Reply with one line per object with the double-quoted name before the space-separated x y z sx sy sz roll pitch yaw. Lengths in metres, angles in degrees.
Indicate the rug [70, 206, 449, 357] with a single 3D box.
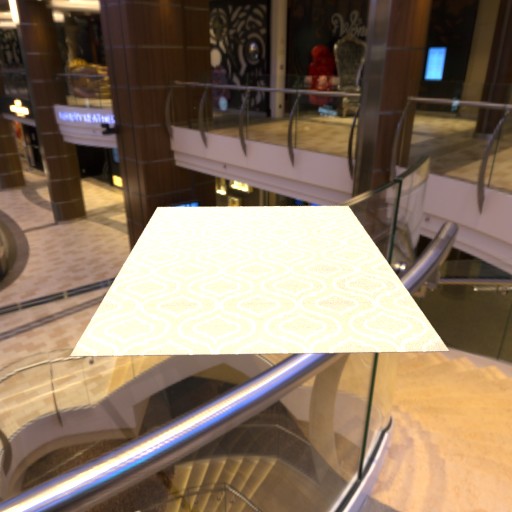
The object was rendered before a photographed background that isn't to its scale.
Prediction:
"rug" 0.000 0.000 3.987 2.283 0.006 2.892 -1 24 -1
